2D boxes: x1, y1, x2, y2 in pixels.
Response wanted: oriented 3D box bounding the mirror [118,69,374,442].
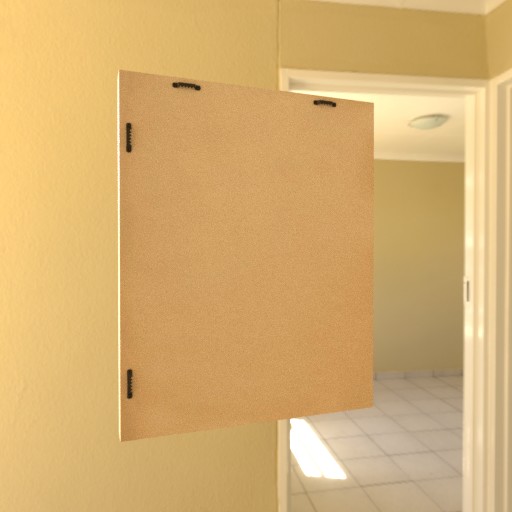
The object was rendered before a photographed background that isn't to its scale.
[{"bbox_3d":[0.000,0.000,0.685,0.405,0.508,0.041,0,1,-20],"label":"mirror"}]
